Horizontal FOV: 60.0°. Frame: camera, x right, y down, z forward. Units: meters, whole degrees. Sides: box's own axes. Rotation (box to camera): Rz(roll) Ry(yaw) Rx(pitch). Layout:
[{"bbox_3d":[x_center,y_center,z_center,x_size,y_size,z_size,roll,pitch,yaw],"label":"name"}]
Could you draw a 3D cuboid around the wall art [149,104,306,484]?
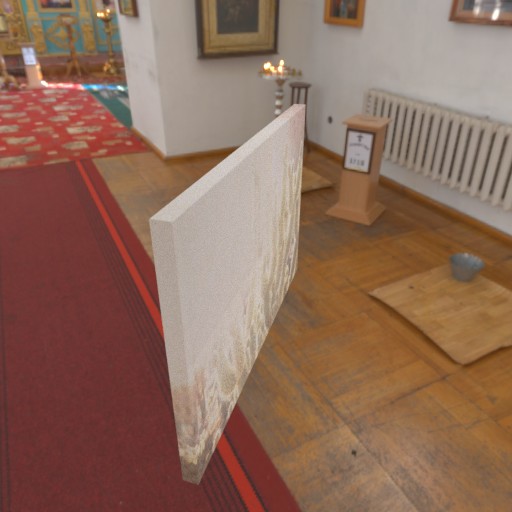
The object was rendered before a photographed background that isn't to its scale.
[{"bbox_3d":[0.000,0.000,1.168,0.040,0.608,0.916,9,31,15],"label":"wall art"}]
